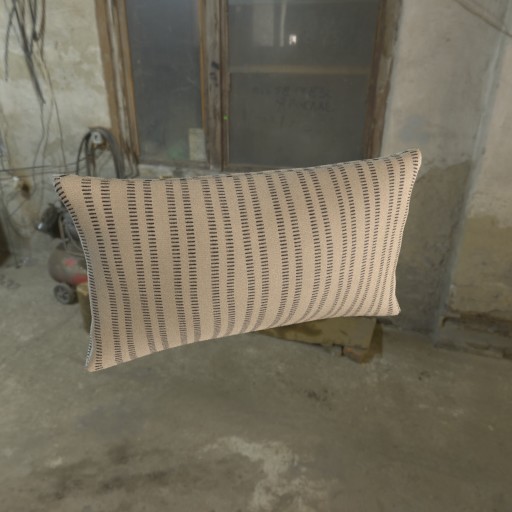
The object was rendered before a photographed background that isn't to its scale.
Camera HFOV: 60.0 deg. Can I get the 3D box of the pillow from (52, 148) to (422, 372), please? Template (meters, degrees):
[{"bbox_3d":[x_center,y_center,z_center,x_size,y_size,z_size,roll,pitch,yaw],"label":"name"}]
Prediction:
[{"bbox_3d":[0.000,0.000,0.808,0.640,0.353,0.210,-8,26,-16],"label":"pillow"}]
